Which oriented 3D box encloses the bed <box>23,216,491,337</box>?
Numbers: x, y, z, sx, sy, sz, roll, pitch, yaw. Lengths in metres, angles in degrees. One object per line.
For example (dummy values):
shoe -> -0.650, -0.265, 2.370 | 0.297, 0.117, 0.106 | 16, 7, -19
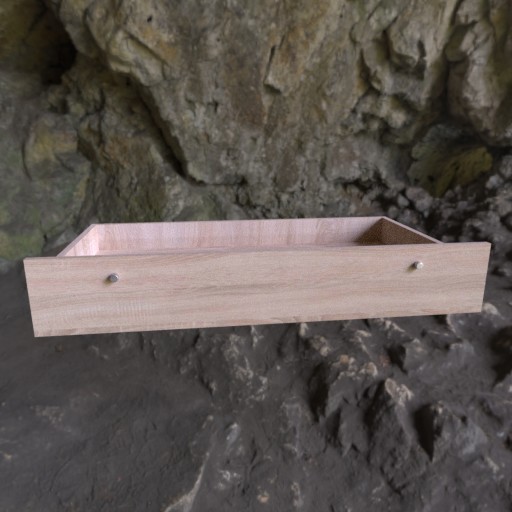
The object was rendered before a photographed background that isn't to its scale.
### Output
bed -> 0.000, 0.000, 1.469 | 1.200, 0.209, 0.685 | -2, 16, -7
